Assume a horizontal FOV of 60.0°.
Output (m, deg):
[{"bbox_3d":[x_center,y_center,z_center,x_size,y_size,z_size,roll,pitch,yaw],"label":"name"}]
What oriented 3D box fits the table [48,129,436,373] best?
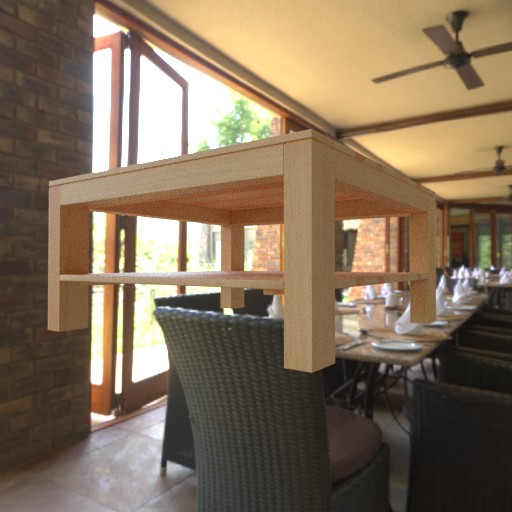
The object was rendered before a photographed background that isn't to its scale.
[{"bbox_3d":[0.000,0.000,1.444,0.900,0.450,0.900,-1,-1,36],"label":"table"}]
